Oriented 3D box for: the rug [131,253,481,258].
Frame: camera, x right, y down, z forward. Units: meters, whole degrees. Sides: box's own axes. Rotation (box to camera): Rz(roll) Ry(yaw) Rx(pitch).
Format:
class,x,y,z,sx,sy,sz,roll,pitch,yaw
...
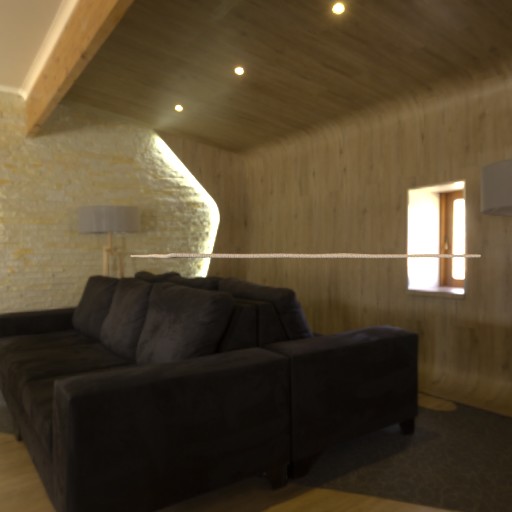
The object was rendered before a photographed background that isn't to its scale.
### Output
class,x,y,z,sx,sy,sz,roll,pitch,yaw
rug,0.000,0.000,3.142,1.575,0.023,2.459,0,0,-19
